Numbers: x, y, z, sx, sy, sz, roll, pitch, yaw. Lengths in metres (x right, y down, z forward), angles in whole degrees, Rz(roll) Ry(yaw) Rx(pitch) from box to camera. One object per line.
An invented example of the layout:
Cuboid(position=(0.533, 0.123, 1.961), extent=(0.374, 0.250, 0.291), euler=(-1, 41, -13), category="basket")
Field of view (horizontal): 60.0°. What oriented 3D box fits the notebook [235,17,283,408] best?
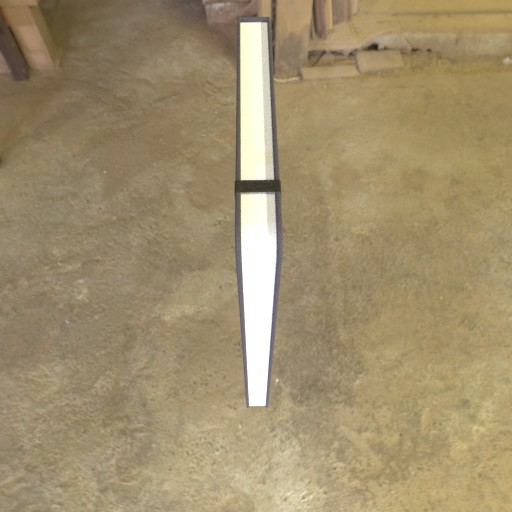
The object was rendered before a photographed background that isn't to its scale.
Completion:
Cuboid(position=(0.000, 0.000, 0.260), extent=(0.016, 0.213, 0.127), euler=(-1, 58, 0), category="notebook")
